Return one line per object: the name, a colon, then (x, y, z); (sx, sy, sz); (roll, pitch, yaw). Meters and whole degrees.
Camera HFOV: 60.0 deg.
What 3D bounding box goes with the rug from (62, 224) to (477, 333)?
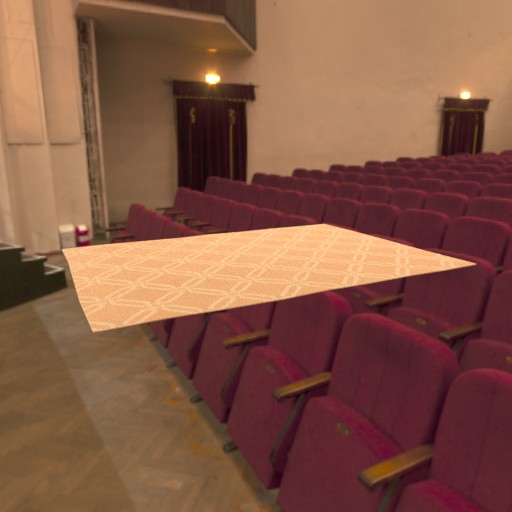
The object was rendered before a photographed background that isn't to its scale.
rug: (0.000, 0.000, 2.754); (2.135, 0.013, 1.524); (-7, 16, -26)
